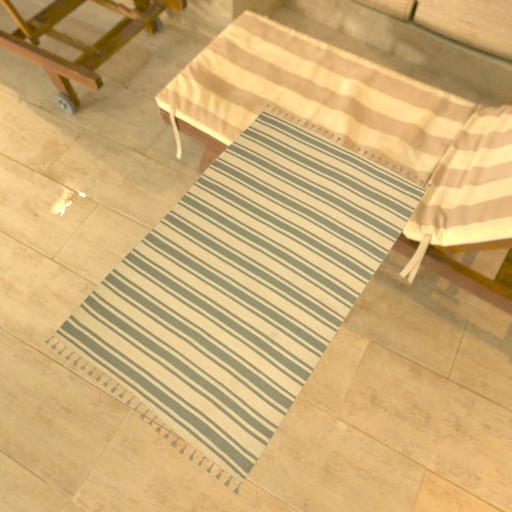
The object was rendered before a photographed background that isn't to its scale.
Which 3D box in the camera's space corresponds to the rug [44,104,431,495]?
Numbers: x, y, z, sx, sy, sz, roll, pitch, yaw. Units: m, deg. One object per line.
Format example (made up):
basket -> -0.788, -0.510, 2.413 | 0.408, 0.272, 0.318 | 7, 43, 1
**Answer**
rug -> 0.000, 0.000, 2.509 | 1.222, 0.009, 2.084 | 31, 67, 15
